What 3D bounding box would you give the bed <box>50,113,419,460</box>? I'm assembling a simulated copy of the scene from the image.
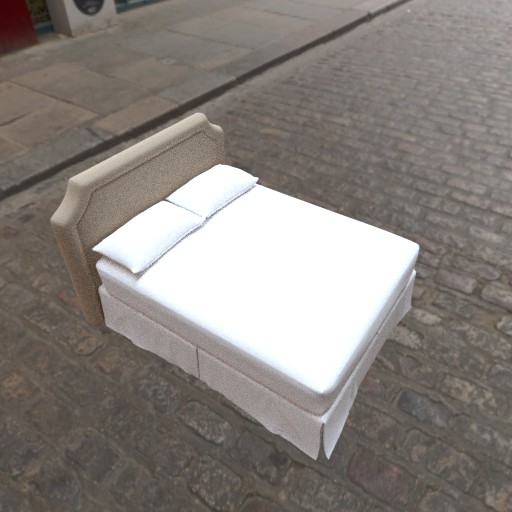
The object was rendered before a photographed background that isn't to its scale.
[{"bbox_3d":[0.000,0.000,3.393,2.204,1.301,1.828,24,46,25],"label":"bed"}]
